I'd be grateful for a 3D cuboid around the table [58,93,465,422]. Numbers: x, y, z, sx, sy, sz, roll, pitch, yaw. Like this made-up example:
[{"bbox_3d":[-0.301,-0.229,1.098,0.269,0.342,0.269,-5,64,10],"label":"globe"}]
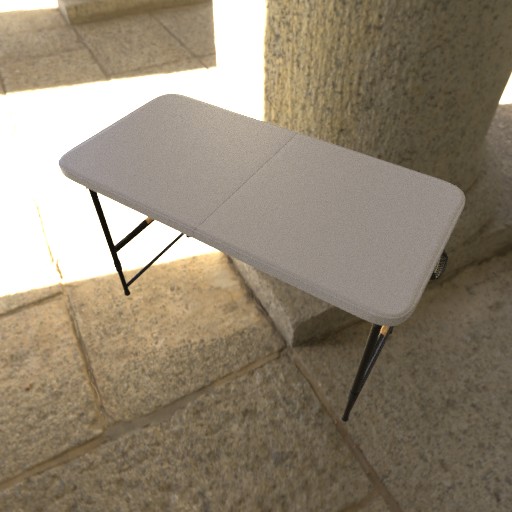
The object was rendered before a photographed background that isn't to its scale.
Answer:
[{"bbox_3d":[0.000,0.000,1.678,1.245,0.737,0.611,25,52,22],"label":"table"}]
